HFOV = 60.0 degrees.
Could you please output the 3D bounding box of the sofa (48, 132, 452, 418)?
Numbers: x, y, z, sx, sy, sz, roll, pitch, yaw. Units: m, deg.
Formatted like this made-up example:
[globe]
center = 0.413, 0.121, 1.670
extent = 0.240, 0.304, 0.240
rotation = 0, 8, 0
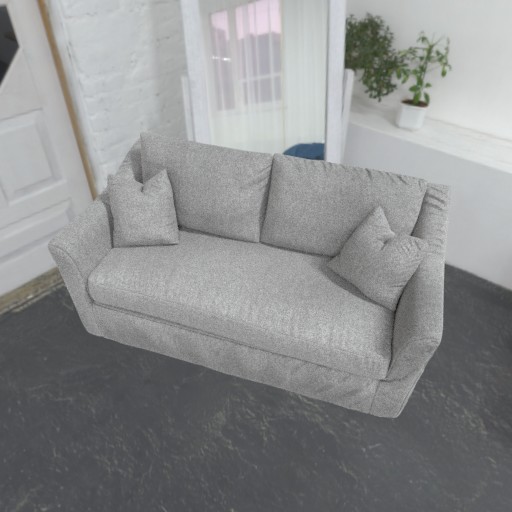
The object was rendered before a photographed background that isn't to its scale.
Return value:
[sofa]
center = 0.000, 0.000, 2.594
extent = 2.010, 1.018, 1.072
rotation = 12, 42, 14
